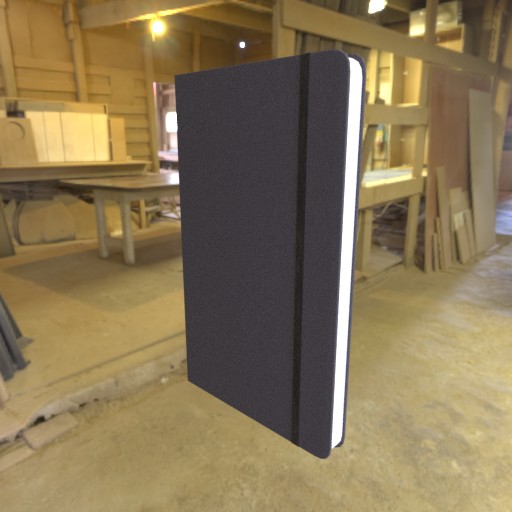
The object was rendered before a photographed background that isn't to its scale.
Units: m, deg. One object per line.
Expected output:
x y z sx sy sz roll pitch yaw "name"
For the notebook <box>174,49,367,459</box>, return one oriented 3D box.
0.000 0.000 0.265 0.127 0.213 0.016 14 20 42 "notebook"
